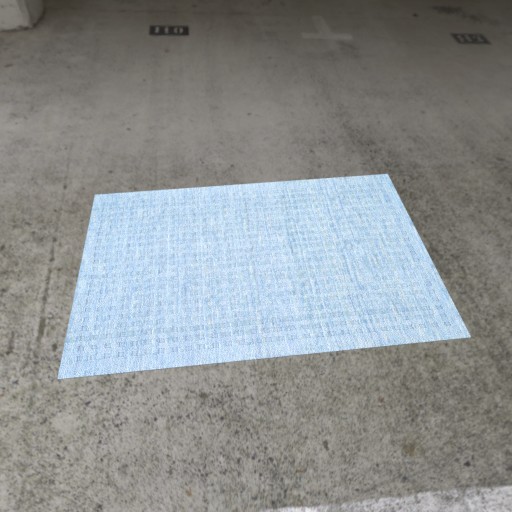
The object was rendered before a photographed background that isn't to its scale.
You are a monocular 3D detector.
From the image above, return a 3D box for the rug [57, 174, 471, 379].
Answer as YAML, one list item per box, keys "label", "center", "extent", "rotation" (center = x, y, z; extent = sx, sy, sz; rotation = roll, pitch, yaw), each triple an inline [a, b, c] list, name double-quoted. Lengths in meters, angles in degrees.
- label: "rug"
  center: [0.000, 0.000, 2.941]
  extent: [2.286, 0.006, 1.522]
  rotation: [-5, 48, -4]
